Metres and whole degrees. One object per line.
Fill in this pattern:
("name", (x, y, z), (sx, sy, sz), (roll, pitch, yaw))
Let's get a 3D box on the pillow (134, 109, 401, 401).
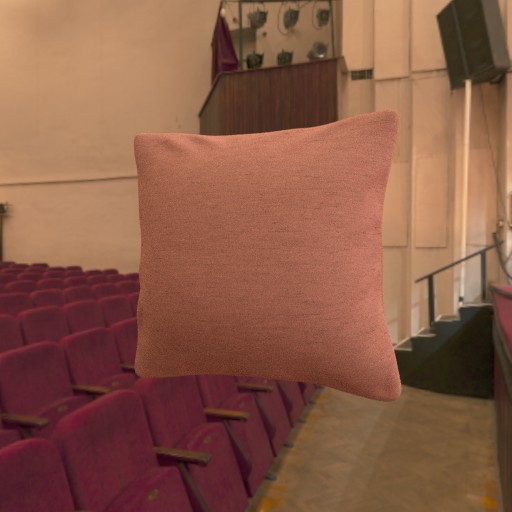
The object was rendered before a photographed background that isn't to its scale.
("pillow", (0.000, 0.000, 0.691), (0.432, 0.415, 0.246), (0, 0, 18))
